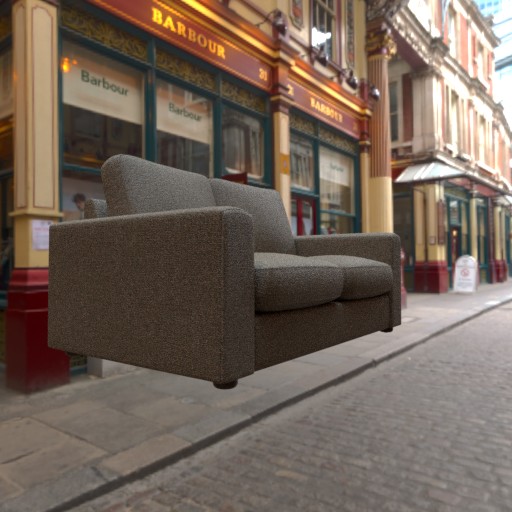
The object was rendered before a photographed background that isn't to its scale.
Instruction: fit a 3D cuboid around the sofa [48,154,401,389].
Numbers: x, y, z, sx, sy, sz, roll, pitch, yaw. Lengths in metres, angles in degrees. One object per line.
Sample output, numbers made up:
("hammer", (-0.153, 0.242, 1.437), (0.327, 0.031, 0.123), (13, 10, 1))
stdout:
("sofa", (0.000, 0.000, 2.229), (1.016, 0.873, 1.616), (-1, -1, 36))
